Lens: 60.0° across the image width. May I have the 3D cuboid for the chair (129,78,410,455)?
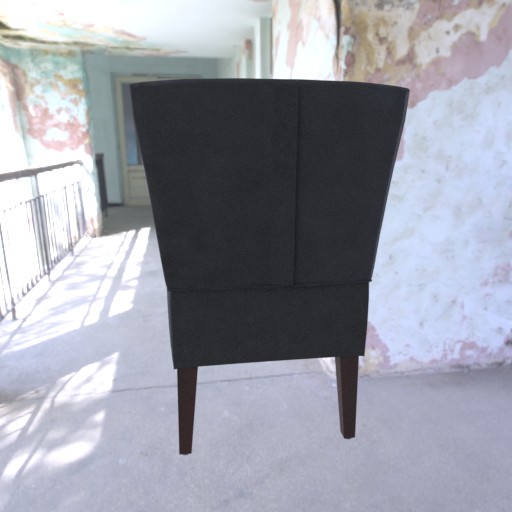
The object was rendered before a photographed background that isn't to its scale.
[{"bbox_3d":[0.000,0.000,1.151,0.521,0.806,0.554,-2,15,-8],"label":"chair"}]
